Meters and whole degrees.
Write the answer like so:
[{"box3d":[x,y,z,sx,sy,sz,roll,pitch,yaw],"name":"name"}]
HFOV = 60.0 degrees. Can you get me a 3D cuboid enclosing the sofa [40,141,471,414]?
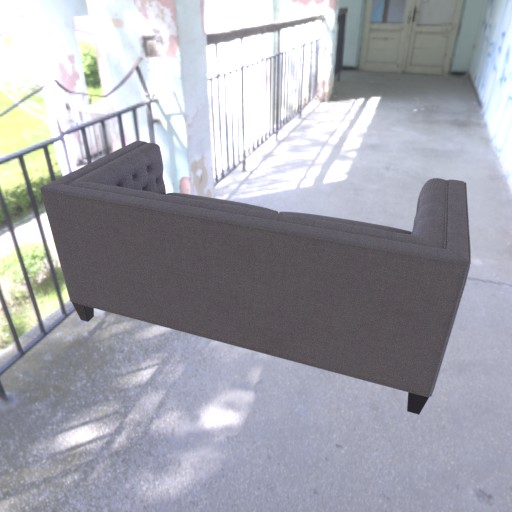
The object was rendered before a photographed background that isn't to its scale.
[{"box3d":[0.000,0.000,2.193,1.778,0.762,0.775,11,33,18],"name":"sofa"}]
